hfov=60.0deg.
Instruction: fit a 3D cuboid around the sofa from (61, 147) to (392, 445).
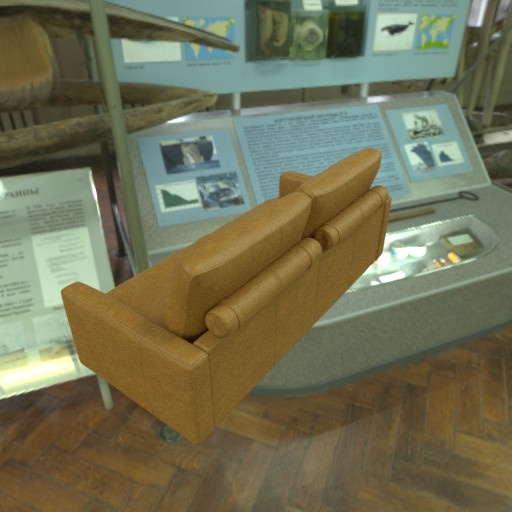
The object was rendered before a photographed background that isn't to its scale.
[{"bbox_3d":[0.000,0.000,2.378,0.850,0.898,1.821,21,37,31],"label":"sofa"}]
